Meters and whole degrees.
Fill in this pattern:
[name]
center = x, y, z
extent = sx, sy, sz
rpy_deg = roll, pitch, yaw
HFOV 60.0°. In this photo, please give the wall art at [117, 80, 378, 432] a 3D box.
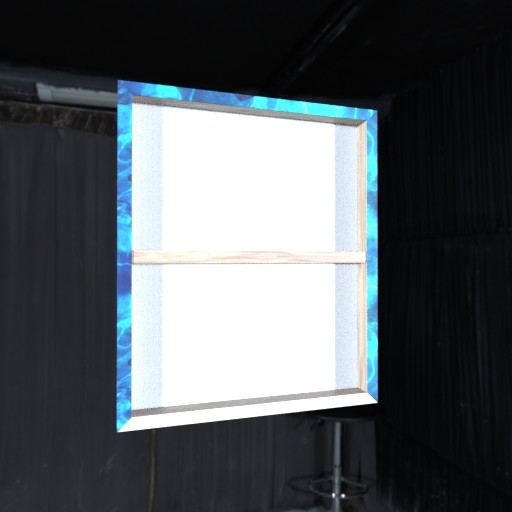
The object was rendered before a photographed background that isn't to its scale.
[wall art]
center = 0.000, 0.000, 0.723
extent = 0.432, 0.508, 0.038
rpy_deg = 0, 0, -18
